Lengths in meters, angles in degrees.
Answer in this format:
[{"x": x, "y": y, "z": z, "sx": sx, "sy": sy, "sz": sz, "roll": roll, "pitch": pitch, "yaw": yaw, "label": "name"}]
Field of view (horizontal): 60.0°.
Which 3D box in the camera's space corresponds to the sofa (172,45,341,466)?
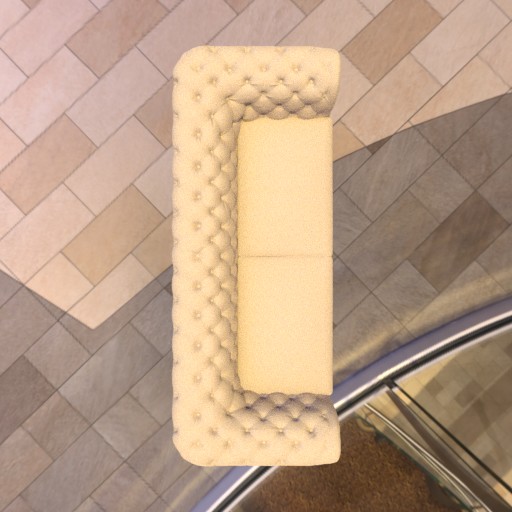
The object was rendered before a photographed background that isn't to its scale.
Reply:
[{"x": 0.000, "y": 0.000, "z": 3.115, "sx": 1.076, "sy": 0.847, "sz": 2.694, "roll": 0, "pitch": 90, "yaw": 0, "label": "sofa"}]
